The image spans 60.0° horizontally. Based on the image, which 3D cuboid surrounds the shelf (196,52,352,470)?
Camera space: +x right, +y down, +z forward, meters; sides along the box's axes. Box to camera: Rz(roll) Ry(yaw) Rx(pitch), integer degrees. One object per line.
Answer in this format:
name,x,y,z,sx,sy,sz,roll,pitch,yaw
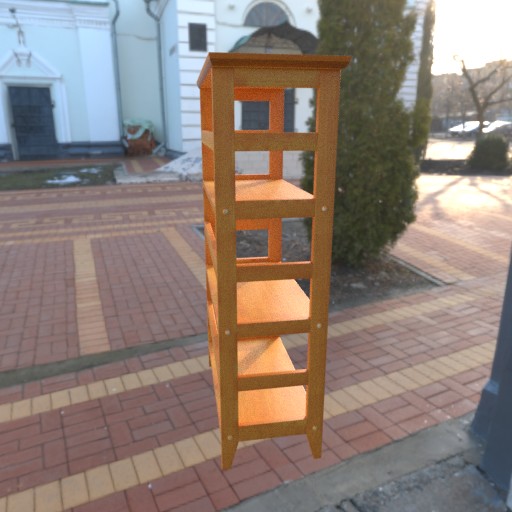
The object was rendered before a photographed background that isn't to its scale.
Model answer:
shelf,0.000,0.000,1.384,0.305,1.067,0.660,-3,17,-9
